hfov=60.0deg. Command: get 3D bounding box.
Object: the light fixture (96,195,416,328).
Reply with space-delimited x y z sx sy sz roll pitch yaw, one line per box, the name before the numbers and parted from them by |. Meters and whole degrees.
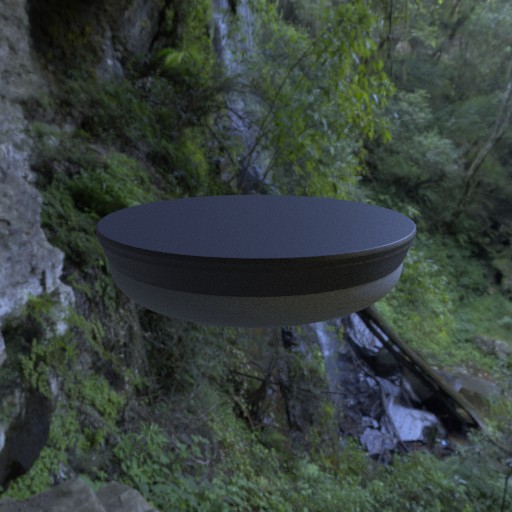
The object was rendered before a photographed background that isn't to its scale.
light fixture | 0.000 0.000 0.551 0.368 0.100 0.368 0 16 0
